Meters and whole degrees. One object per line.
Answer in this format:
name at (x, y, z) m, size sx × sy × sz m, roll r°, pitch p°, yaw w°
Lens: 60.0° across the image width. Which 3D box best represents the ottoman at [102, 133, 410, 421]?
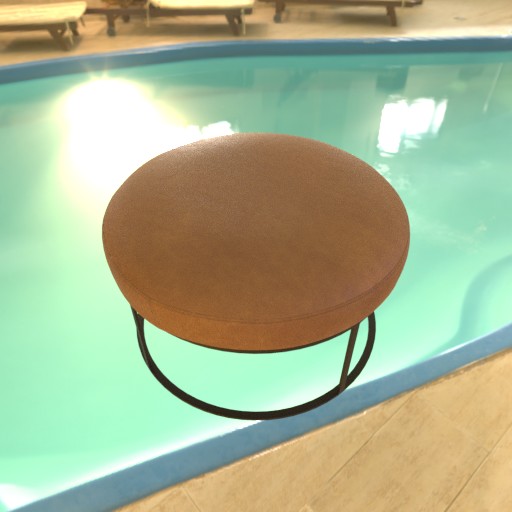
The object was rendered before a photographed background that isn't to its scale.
ottoman at (0.000, 0.000, 1.241) m, size 0.771 × 0.460 × 0.771 m, roll 0°, pitch 42°, yaw 0°
